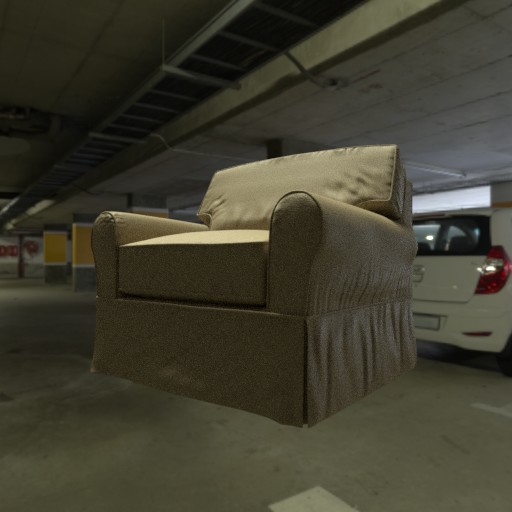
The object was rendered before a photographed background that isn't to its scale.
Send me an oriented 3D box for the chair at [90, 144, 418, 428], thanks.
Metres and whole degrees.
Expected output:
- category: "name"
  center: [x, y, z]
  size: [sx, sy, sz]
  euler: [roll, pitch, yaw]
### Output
- category: "chair"
  center: [0.000, 0.000, 1.809]
  size: [1.096, 0.937, 0.903]
  euler: [0, 0, 38]
